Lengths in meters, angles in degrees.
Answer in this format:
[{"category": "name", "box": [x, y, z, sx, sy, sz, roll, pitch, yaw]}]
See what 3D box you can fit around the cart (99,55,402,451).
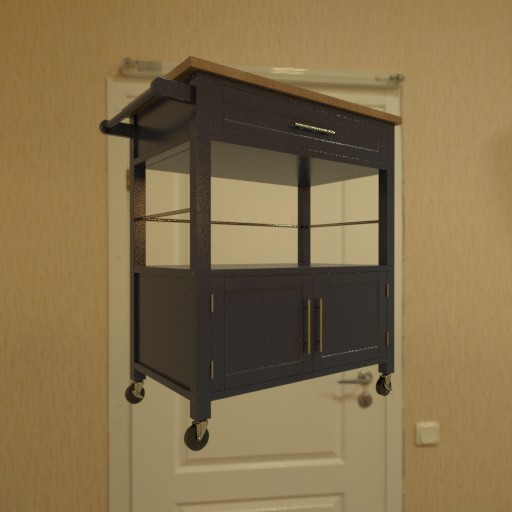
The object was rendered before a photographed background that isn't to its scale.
[{"category": "cart", "box": [0.000, 0.000, 1.377, 0.840, 0.901, 0.459, 0, 0, -36]}]
